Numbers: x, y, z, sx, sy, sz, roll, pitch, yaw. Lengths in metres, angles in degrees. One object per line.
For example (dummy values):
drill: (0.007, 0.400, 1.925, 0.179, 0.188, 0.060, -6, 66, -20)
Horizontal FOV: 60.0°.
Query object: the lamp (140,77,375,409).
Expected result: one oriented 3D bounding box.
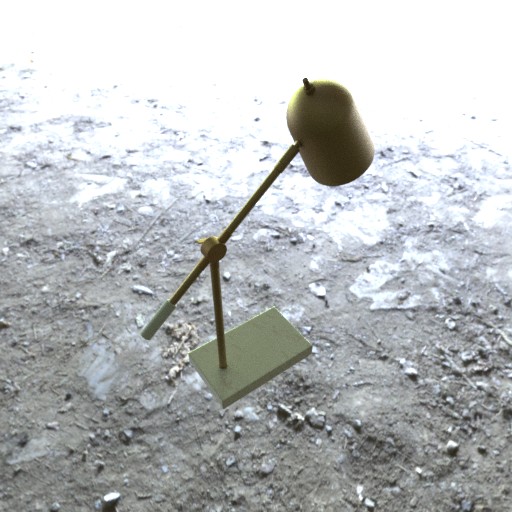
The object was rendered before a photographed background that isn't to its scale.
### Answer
lamp: (0.000, 0.000, 0.806, 0.471, 0.603, 0.144, -25, 48, -25)
